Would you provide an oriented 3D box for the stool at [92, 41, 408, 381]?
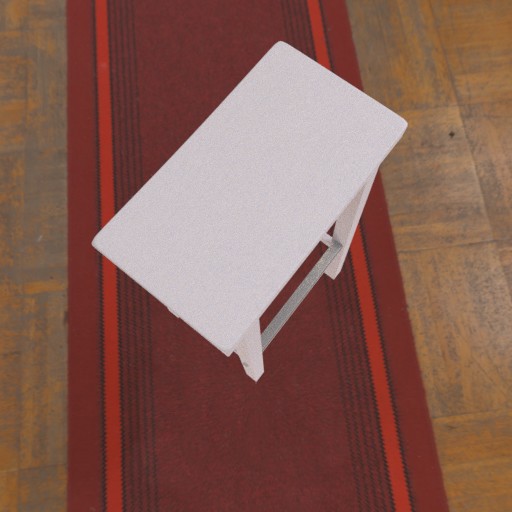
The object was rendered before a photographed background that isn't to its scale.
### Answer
[{"bbox_3d":[0.000,0.000,0.951,0.322,0.742,0.406,37,77,10],"label":"stool"}]
